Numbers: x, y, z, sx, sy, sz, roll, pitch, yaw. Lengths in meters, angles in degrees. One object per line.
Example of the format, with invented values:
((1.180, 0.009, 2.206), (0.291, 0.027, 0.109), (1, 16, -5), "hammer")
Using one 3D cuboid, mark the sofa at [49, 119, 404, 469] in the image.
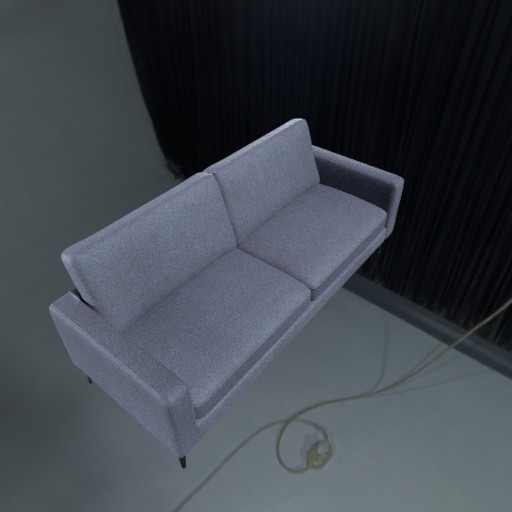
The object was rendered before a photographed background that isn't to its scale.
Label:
((0.000, 0.000, 2.384), (0.774, 0.828, 1.925), (28, 49, 28), "sofa")
